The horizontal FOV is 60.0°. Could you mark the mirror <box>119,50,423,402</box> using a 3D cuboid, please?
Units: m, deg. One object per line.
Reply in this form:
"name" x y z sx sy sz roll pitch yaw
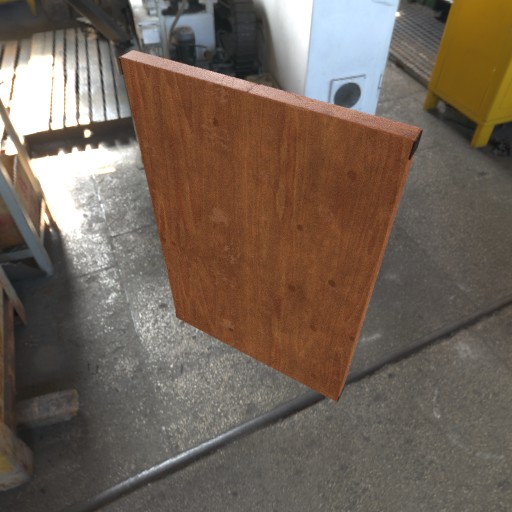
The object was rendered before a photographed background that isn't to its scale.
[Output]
"mirror" 0.000 0.000 0.959 0.517 0.761 0.053 23 51 21
